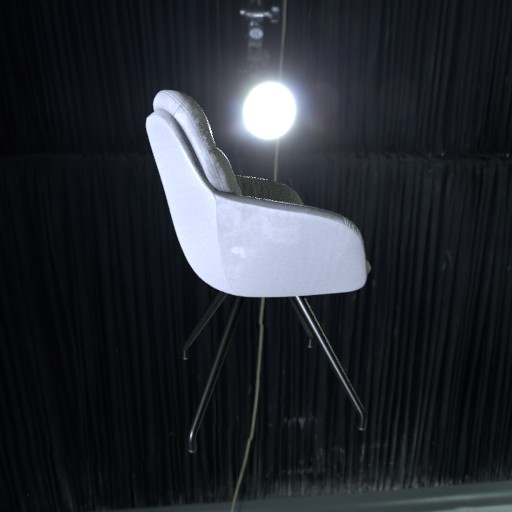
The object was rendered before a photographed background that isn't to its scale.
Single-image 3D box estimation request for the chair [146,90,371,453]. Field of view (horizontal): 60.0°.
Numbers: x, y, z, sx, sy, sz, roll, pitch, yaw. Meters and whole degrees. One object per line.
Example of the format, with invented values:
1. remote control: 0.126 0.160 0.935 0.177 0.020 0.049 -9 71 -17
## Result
1. chair: 0.000 0.000 1.287 0.569 0.888 0.579 -3 17 -10
